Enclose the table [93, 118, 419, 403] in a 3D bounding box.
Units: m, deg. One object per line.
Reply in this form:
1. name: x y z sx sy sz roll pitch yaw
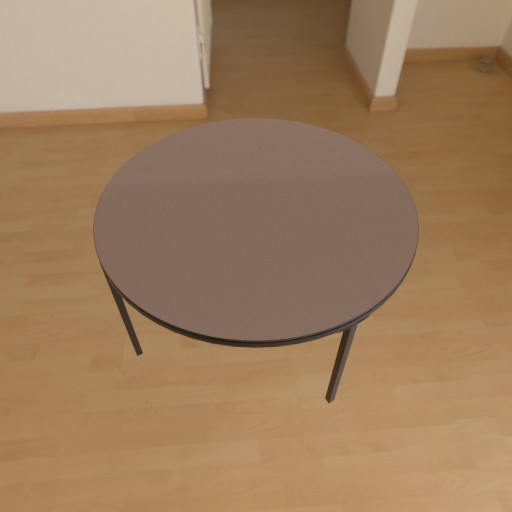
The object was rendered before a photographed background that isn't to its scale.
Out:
1. table: 0.000 0.000 1.266 0.800 0.400 0.800 0 48 0
